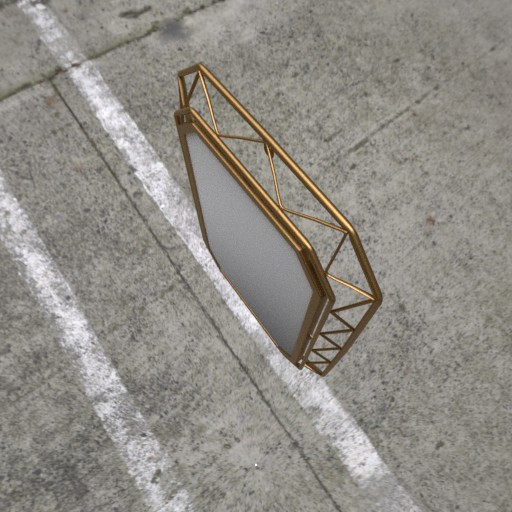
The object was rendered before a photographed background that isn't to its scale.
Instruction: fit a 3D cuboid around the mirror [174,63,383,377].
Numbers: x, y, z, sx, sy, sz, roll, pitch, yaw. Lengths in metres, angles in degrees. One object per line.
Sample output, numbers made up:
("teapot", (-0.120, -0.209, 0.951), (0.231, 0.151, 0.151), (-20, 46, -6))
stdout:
("mirror", (0.000, 0.000, 0.729), (0.042, 0.566, 0.417), (-33, 69, -14))
